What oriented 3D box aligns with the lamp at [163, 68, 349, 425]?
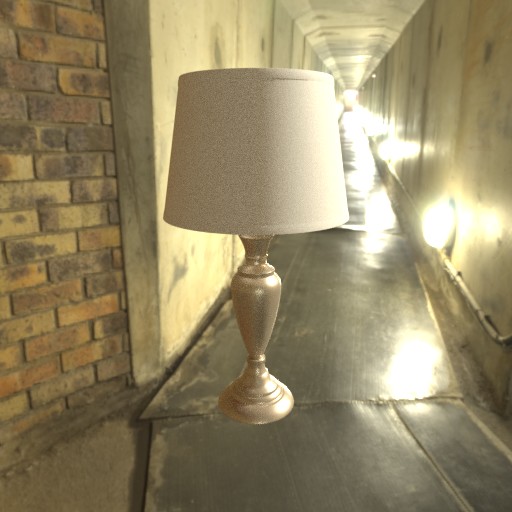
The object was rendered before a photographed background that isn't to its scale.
[{"bbox_3d":[0.000,0.000,0.818,0.328,0.612,0.328,0,15,0],"label":"lamp"}]
